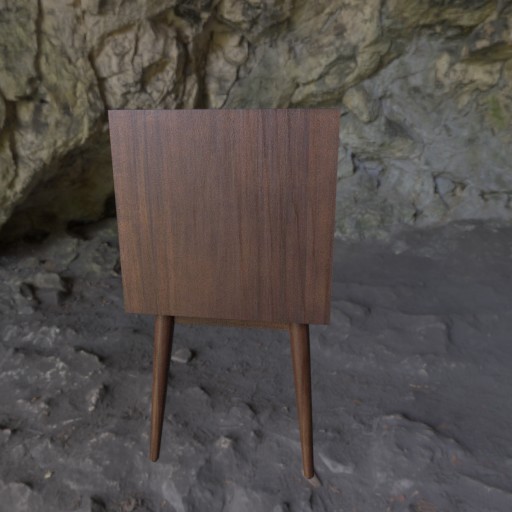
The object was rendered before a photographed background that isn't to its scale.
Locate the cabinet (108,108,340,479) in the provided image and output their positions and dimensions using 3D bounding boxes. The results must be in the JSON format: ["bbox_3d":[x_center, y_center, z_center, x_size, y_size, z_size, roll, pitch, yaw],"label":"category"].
[{"bbox_3d":[0.000,0.000,1.098,0.354,0.654,0.743,2,16,8],"label":"cabinet"}]
